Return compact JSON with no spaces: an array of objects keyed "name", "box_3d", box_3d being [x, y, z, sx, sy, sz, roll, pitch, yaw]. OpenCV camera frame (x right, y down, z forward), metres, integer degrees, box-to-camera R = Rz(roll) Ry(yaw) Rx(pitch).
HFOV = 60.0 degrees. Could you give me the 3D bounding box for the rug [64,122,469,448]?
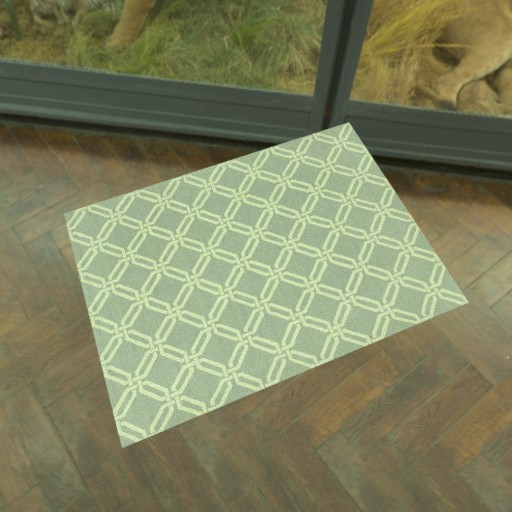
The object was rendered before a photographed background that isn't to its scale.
[{"name":"rug","box_3d":[0.000,0.000,4.416,3.353,0.013,2.438,-20,65,-10]}]
